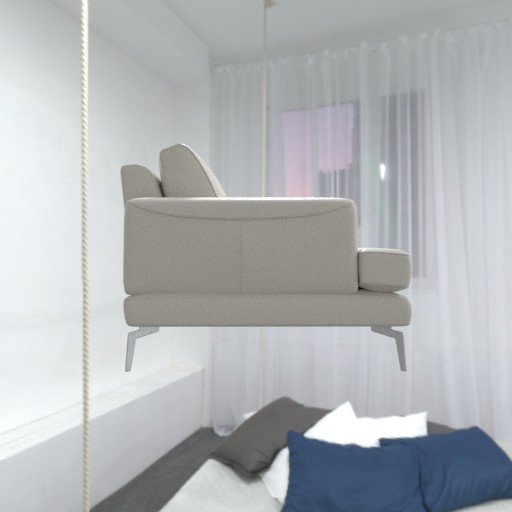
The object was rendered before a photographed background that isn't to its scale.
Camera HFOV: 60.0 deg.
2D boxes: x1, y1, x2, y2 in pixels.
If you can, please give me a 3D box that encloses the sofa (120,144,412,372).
[{"bbox_3d":[0.000,0.000,2.339,0.974,0.765,1.940,0,-1,0],"label":"sofa"}]
